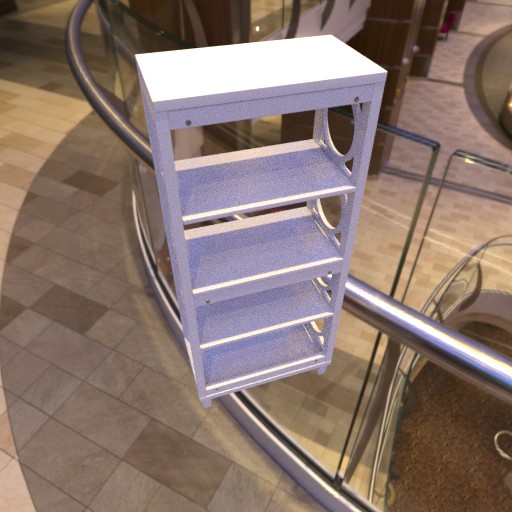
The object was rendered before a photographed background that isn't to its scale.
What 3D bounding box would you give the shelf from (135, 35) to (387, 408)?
[{"bbox_3d":[0.000,0.000,1.674,0.611,1.411,0.340,-12,43,-13],"label":"shelf"}]
